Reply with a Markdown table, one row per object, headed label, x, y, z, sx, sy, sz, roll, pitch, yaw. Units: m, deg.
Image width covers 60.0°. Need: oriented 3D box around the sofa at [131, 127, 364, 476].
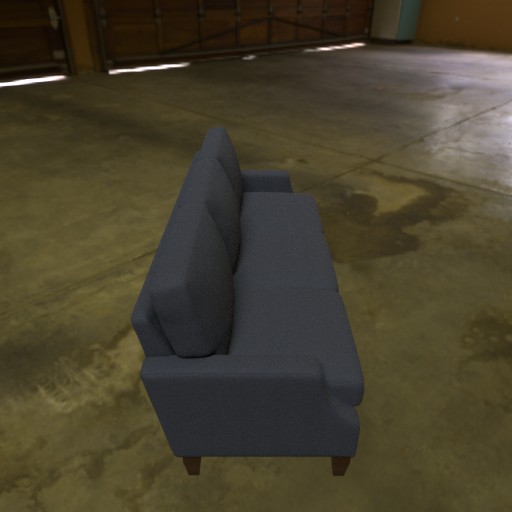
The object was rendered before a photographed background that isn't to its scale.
| label | x | y | z | sx | sy | sz | roll | pitch | yaw |
| --- | --- | --- | --- | --- | --- | --- | --- | --- | --- |
| sofa | 0.000 | 0.000 | 2.537 | 0.888 | 0.984 | 2.115 | 0 | 31 | 0 |
